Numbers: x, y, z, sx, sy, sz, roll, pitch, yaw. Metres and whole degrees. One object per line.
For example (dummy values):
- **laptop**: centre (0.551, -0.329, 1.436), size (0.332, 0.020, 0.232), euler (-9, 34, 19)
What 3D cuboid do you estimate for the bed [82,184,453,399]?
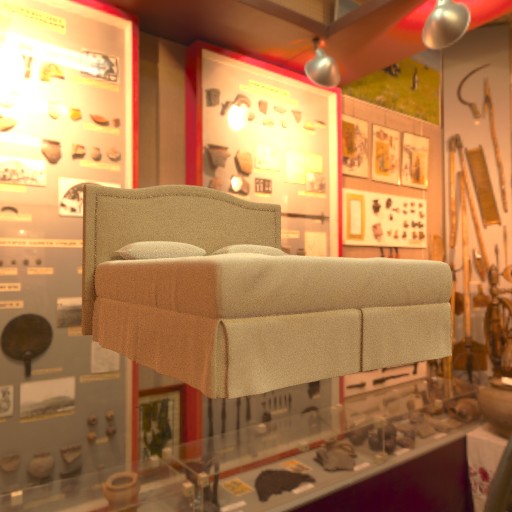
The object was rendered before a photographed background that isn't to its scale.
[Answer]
- **bed**: centre (0.000, 0.000, 3.452), size (2.083, 1.421, 2.182), euler (1, -2, -35)
